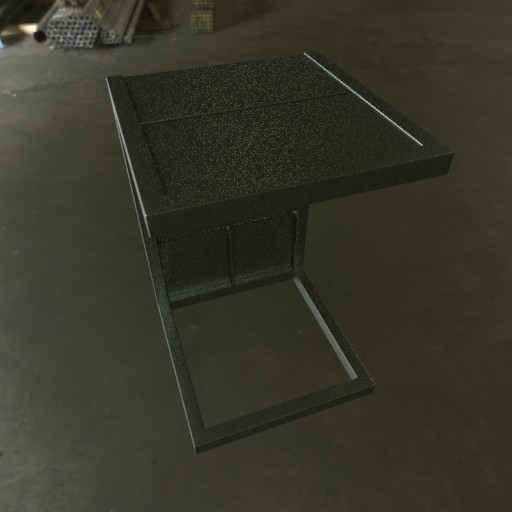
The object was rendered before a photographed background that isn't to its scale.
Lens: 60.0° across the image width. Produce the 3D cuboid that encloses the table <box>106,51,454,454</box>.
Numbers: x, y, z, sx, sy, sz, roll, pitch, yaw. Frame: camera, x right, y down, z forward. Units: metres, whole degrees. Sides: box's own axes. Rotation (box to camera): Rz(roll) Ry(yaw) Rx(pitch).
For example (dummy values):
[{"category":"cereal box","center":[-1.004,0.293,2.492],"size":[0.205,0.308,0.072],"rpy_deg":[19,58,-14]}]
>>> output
[{"category":"table","center":[0.000,0.000,0.882],"size":[0.405,0.609,0.420],"rpy_deg":[-14,44,-14]}]
